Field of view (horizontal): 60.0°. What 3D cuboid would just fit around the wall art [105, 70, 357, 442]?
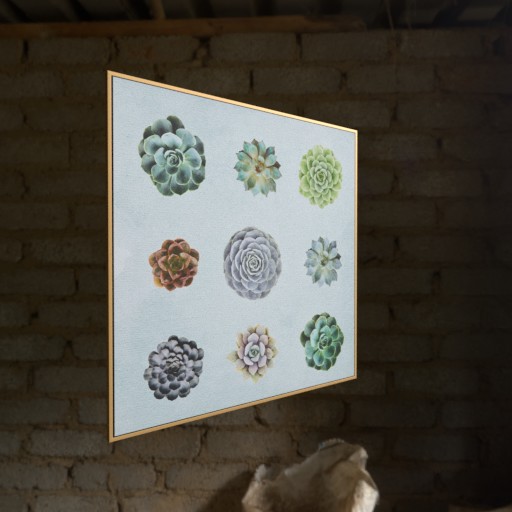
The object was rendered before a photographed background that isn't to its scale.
[{"bbox_3d":[0.000,0.000,0.981,0.657,0.655,0.014,-1,1,-37],"label":"wall art"}]
